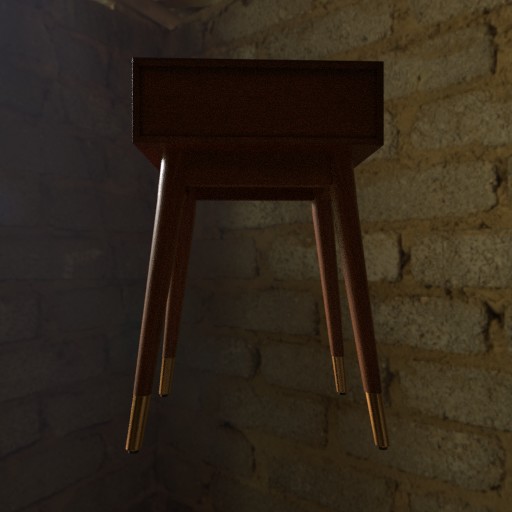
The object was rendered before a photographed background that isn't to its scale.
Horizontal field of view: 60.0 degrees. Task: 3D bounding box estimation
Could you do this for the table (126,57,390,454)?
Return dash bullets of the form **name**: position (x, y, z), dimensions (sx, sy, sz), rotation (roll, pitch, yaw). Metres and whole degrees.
- **table**: position (0.000, 0.000, 0.822), dimensions (0.406, 0.599, 0.300), rotation (0, 0, -2)
